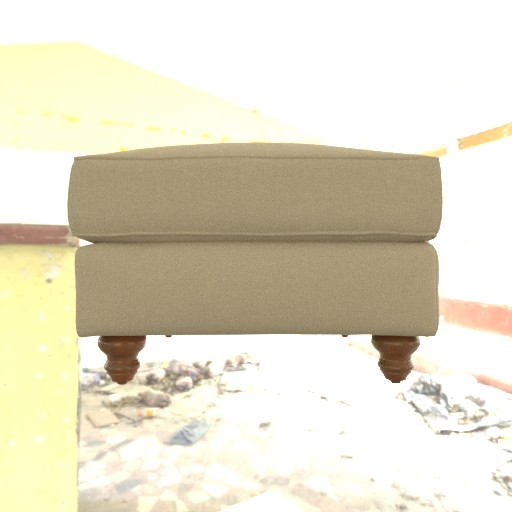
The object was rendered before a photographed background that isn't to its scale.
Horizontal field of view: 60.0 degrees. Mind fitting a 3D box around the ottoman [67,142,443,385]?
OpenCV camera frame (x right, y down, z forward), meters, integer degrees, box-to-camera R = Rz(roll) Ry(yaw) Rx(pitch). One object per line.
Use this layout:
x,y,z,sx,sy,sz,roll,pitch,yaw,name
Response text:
0.000,0.000,1.129,0.716,0.505,0.662,0,0,0,ottoman
